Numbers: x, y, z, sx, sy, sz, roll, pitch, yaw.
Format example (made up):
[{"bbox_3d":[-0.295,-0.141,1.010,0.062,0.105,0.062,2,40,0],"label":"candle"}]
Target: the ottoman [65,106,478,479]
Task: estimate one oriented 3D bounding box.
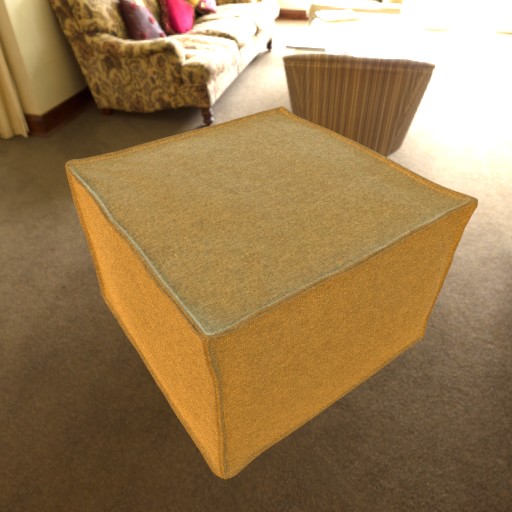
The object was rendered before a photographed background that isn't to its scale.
[{"bbox_3d":[0.000,0.000,1.125,0.696,0.470,0.707,-24,45,-27],"label":"ottoman"}]
